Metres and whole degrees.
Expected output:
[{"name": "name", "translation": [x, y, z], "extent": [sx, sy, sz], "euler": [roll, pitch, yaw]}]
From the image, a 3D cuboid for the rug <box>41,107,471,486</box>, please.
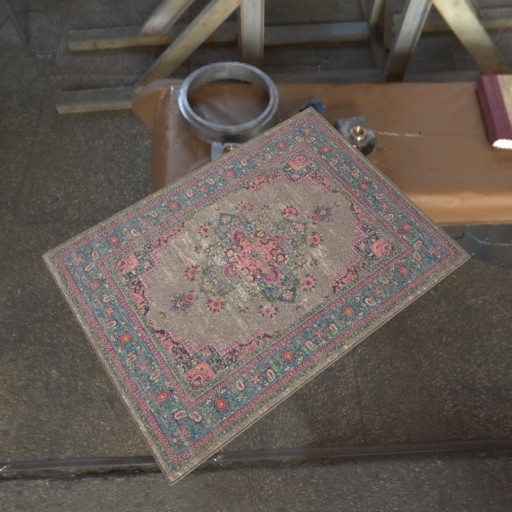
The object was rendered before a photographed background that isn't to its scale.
[{"name": "rug", "translation": [0.000, 0.000, 2.814], "extent": [2.214, 0.013, 1.609], "euler": [-33, 67, -16]}]
